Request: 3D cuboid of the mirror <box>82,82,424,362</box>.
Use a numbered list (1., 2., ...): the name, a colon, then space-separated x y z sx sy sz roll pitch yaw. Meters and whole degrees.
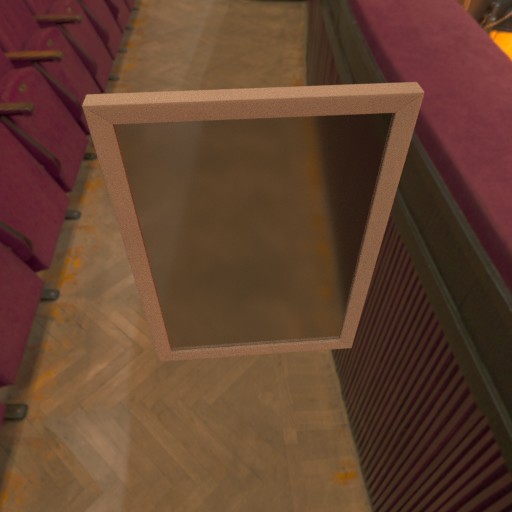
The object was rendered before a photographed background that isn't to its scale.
1. mirror: 0.000 0.000 0.923 0.507 0.710 0.040 -3 46 -3
